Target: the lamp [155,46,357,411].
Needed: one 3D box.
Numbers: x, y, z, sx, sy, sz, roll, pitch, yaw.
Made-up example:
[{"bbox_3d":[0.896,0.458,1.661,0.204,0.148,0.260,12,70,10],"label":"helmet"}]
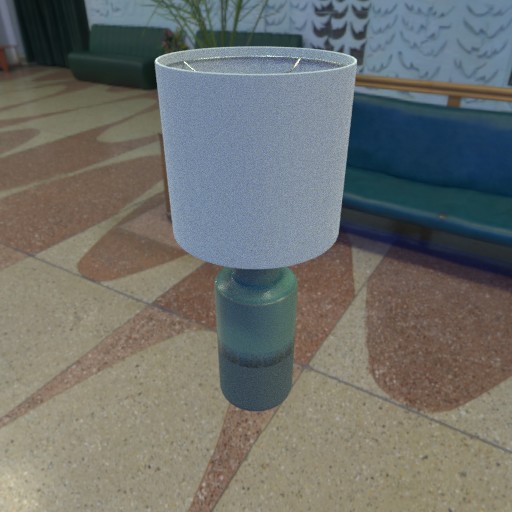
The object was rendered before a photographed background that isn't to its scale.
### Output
[{"bbox_3d":[0.000,0.000,0.599,0.212,0.493,0.212,19,36,28],"label":"lamp"}]
